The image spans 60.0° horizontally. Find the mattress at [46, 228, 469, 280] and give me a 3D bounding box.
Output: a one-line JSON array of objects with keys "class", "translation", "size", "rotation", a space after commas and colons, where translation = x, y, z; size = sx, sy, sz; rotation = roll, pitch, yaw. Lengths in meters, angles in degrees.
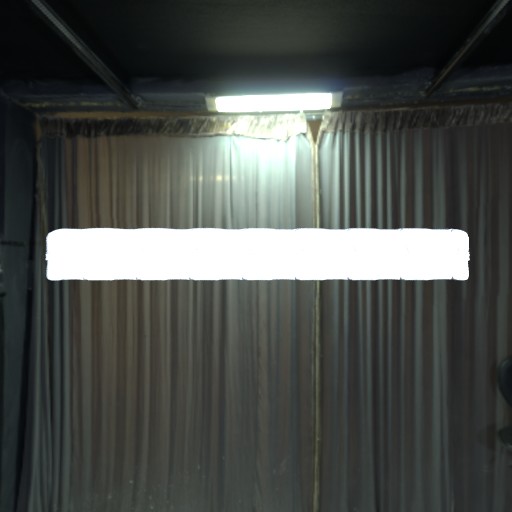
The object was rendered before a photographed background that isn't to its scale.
[{"class": "mattress", "translation": [0.000, 0.000, 2.611], "size": [1.600, 0.200, 1.900], "rotation": [0, -1, -1]}]
